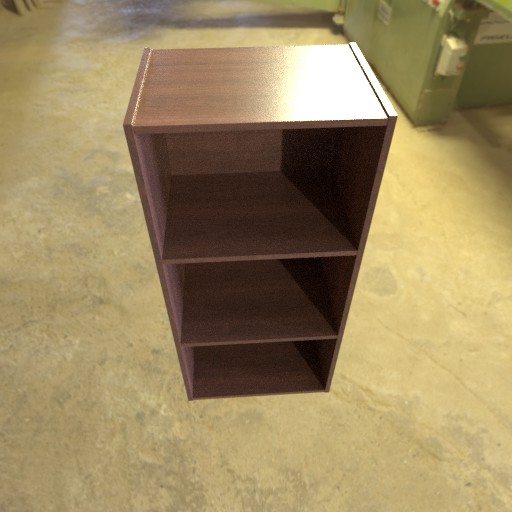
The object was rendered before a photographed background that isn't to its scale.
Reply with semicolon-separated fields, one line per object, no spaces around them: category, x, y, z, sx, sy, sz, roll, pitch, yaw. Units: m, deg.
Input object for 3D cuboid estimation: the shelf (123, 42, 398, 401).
shelf;0.000;0.000;1.075;0.414;0.879;0.290;-3;46;-3
